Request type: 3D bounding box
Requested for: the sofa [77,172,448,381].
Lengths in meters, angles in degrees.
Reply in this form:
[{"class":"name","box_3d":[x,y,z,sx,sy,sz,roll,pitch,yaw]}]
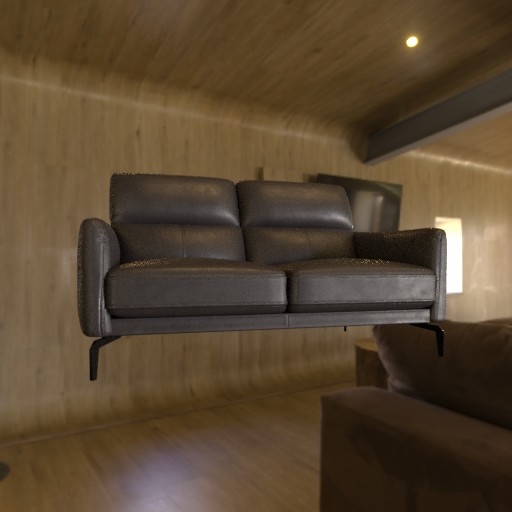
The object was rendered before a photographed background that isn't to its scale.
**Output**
[{"class":"sofa","box_3d":[0.000,0.000,2.183,1.596,0.920,0.958,0,-2,-17]}]
